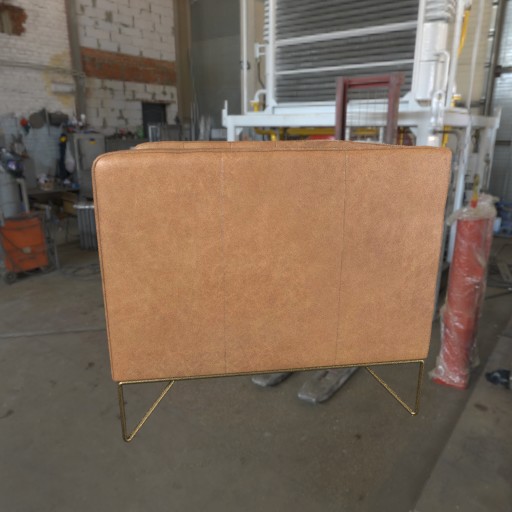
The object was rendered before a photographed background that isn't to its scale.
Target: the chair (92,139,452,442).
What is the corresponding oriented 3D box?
[{"bbox_3d":[0.000,0.000,1.598,0.912,0.797,0.920,-2,16,-8],"label":"chair"}]
